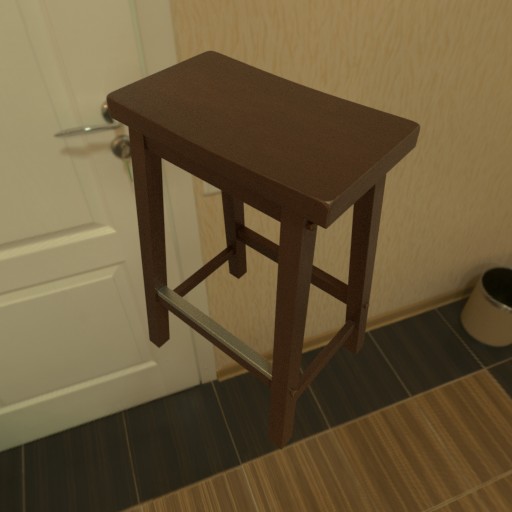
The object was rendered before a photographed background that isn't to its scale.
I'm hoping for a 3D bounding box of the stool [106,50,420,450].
[{"bbox_3d":[0.000,0.000,0.856,0.406,0.610,0.322,31,53,27],"label":"stool"}]
